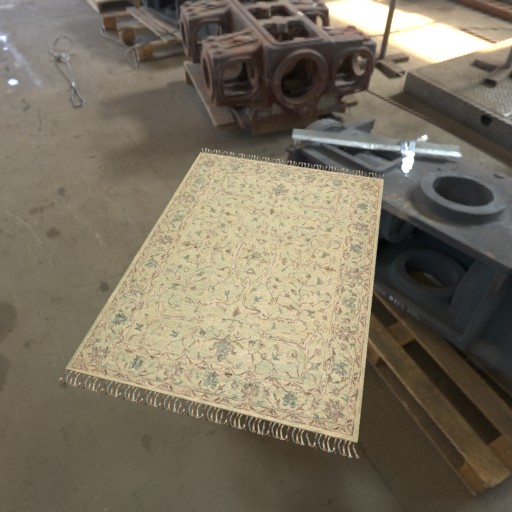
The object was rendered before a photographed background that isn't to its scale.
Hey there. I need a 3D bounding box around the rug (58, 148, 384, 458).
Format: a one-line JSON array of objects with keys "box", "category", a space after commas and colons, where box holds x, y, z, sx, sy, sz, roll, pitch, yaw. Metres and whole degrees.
[{"box": [0.000, 0.000, 2.319, 1.247, 0.008, 1.802, 11, 47, 10], "category": "rug"}]
